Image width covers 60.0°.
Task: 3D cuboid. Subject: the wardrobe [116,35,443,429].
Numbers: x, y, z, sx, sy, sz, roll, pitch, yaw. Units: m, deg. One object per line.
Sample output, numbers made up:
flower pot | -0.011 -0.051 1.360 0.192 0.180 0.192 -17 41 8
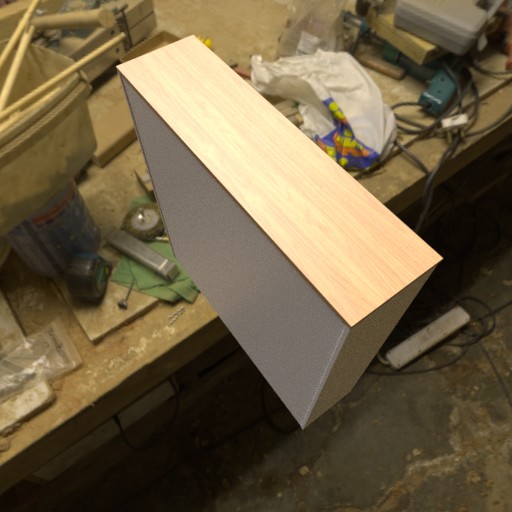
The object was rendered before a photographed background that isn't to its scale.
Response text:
wardrobe | 0.000 0.000 3.369 0.590 2.260 2.160 -32 64 -18
